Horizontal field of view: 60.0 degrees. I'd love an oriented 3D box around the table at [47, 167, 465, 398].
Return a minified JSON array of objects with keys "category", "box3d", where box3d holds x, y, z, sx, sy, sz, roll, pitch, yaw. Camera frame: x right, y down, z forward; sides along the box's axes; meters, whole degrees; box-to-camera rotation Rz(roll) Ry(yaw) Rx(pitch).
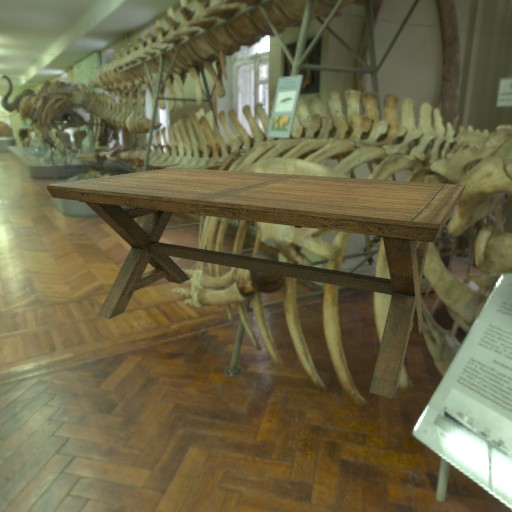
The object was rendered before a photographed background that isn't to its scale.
[{"category":"table","box3d":[0.000,0.000,2.485,1.966,0.793,1.071,9,19,27]}]
